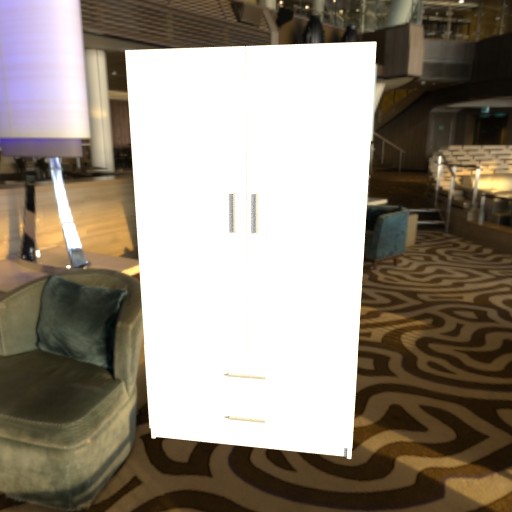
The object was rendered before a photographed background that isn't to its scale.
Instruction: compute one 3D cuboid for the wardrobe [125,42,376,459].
[{"bbox_3d":[0.000,0.000,2.194,0.991,1.808,0.577,2,14,9],"label":"wardrobe"}]
